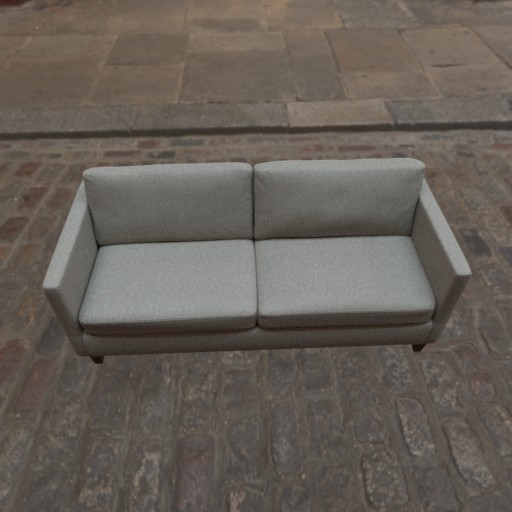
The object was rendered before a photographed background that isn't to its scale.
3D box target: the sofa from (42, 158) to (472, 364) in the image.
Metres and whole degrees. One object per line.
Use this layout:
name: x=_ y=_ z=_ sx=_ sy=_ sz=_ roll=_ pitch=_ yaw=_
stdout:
sofa: x=0.000 y=0.000 z=2.730 sx=2.208 sy=0.963 sz=0.956 roll=-2 pitch=46 yaw=-2
